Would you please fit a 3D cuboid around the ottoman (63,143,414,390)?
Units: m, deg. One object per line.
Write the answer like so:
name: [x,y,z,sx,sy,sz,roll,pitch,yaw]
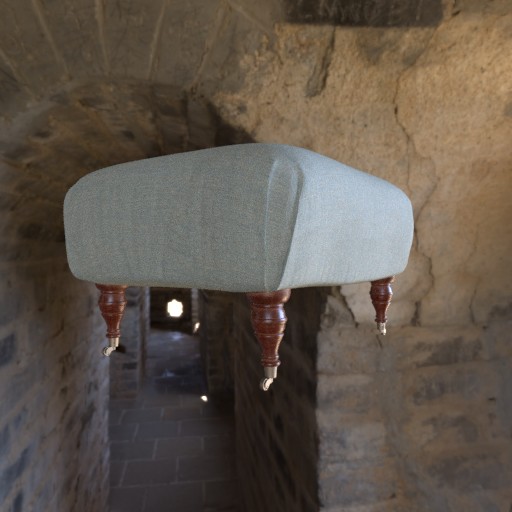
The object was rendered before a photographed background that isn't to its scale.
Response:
ottoman: [0.000,0.000,1.131,0.622,0.450,0.747,1,1,35]
